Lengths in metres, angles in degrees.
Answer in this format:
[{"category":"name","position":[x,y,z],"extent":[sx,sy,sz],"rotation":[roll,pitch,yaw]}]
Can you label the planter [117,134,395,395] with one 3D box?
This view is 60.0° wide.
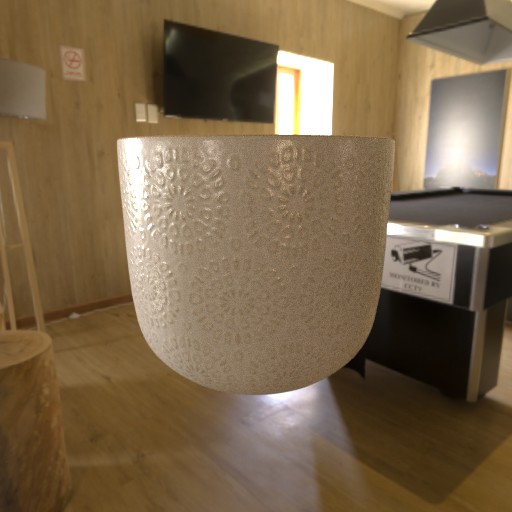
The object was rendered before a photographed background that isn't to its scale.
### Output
[{"category":"planter","position":[0.000,0.000,0.300],"extent":[0.170,0.152,0.170],"rotation":[0,13,0]}]
